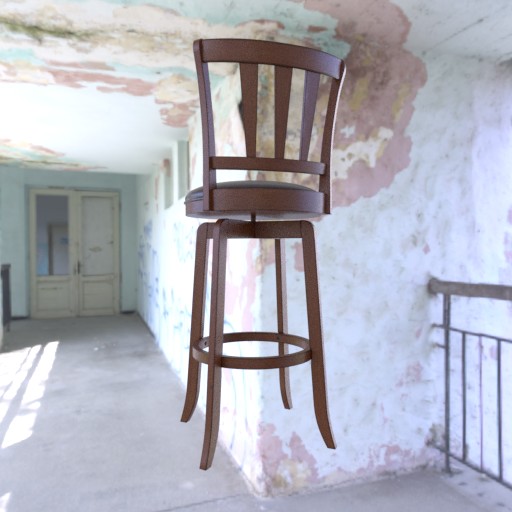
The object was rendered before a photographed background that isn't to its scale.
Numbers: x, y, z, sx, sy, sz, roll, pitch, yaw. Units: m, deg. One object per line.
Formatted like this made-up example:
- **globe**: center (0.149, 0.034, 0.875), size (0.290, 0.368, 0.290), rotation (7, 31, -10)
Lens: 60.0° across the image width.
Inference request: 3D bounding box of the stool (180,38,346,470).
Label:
- **stool**: center (0.000, 0.000, 1.429), size (0.464, 1.177, 0.503), rotation (0, 1, -18)
